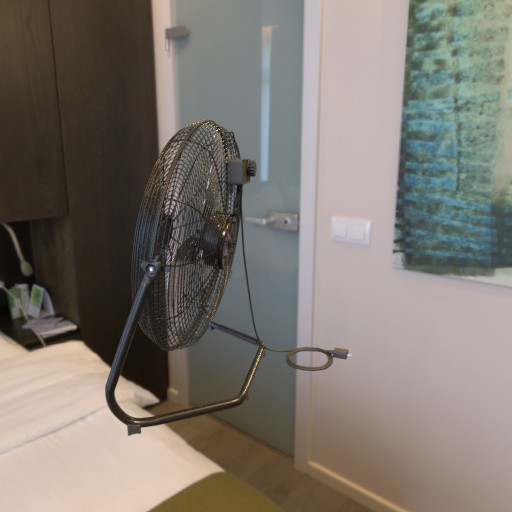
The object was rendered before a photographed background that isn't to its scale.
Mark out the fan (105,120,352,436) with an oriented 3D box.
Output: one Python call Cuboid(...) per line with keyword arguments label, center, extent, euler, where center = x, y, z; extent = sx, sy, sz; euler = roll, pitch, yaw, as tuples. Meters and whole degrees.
Cuboid(label="fan", center=(0.000, 0.000, 1.024), extent=(0.470, 0.605, 0.595), euler=(2, 13, 10))
